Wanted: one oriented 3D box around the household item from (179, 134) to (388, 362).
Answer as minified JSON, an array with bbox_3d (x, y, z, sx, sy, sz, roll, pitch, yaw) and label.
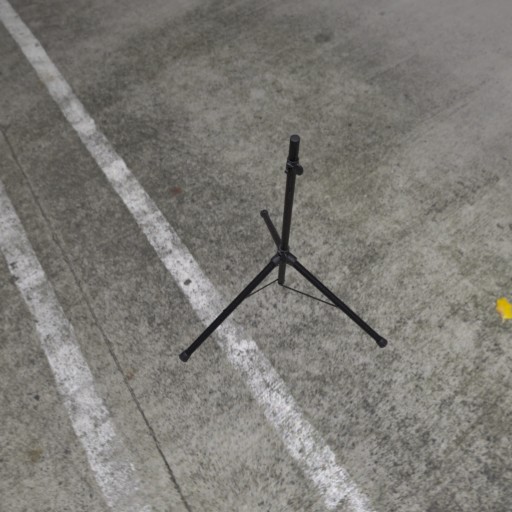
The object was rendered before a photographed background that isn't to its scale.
[{"bbox_3d":[0.000,0.000,1.851,0.907,1.136,1.045,-30,63,-17],"label":"household item"}]
